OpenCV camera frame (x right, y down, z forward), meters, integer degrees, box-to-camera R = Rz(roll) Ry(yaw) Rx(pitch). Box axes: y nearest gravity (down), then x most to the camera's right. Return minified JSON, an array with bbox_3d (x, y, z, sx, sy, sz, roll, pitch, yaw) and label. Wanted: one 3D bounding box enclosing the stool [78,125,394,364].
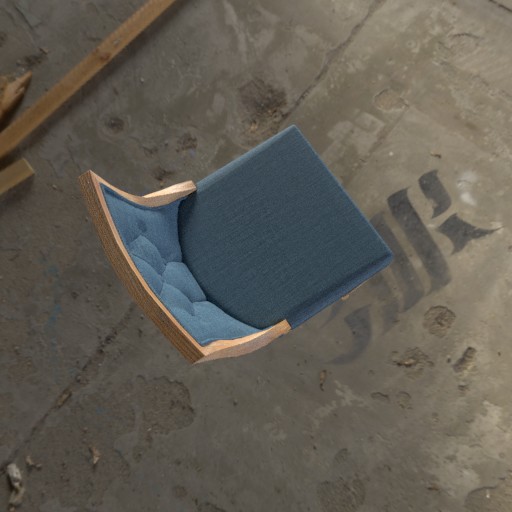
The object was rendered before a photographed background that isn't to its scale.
[{"bbox_3d":[0.000,0.000,1.407,0.626,1.101,0.524,-33,78,-8],"label":"stool"}]
